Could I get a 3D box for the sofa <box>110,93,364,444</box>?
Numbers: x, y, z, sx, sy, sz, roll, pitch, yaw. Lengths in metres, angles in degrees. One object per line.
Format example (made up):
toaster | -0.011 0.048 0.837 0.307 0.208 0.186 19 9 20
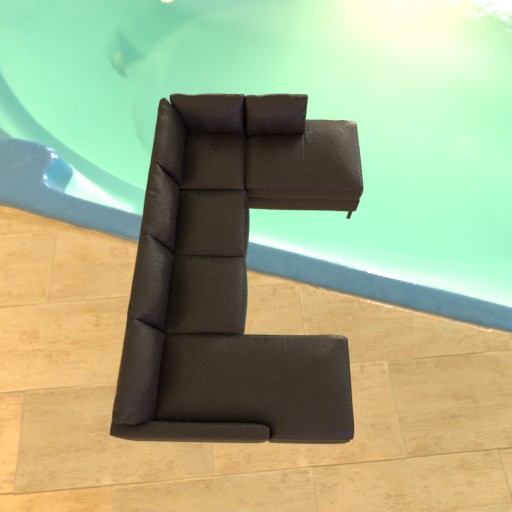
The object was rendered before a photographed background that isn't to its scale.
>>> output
sofa | 0.000 0.000 3.796 1.939 0.900 2.956 1 64 0
